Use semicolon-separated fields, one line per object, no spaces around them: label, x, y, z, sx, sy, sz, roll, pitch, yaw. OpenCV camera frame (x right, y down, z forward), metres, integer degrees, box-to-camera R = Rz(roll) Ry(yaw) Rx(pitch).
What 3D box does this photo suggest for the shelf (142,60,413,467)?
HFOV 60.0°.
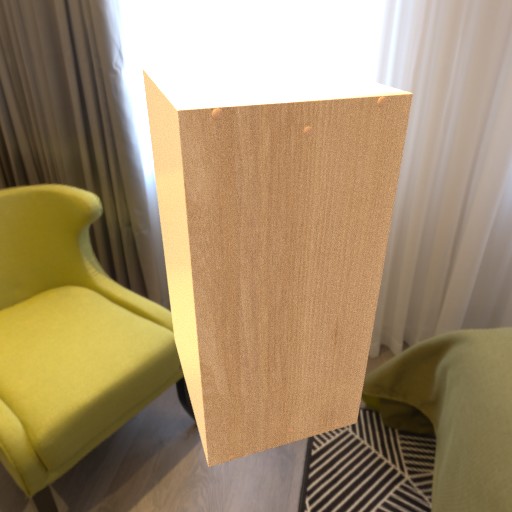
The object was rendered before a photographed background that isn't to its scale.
shelf;0.000;0.000;0.797;0.290;0.600;0.350;-10;32;-16
